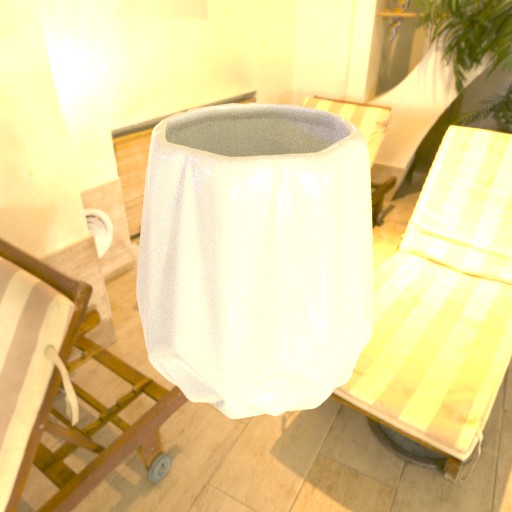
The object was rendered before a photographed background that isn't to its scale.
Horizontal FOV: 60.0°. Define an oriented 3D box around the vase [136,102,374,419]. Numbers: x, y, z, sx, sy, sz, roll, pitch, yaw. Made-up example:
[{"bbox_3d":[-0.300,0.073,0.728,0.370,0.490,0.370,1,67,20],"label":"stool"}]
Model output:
[{"bbox_3d":[0.000,0.000,0.257,0.141,0.152,0.141,0,32,0],"label":"vase"}]
